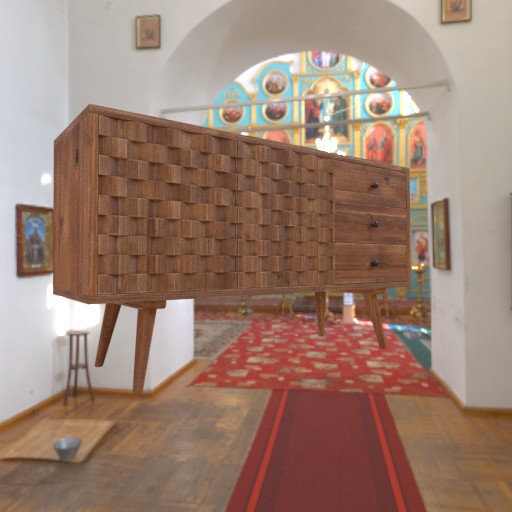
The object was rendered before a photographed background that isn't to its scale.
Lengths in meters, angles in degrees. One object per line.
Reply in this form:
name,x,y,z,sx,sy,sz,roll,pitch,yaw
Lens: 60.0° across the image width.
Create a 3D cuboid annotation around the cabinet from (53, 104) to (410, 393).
cabinet,0.000,0.000,1.759,1.400,0.800,0.472,0,-1,-36
